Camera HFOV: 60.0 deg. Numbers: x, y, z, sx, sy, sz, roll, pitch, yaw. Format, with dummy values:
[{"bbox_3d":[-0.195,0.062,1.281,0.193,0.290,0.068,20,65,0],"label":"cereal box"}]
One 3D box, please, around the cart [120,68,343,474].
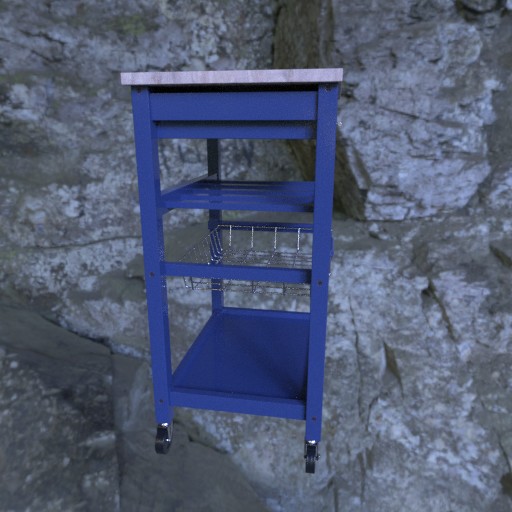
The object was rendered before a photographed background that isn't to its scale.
[{"bbox_3d":[0.000,0.000,1.158,0.403,0.839,0.584,3,17,10],"label":"cart"}]
